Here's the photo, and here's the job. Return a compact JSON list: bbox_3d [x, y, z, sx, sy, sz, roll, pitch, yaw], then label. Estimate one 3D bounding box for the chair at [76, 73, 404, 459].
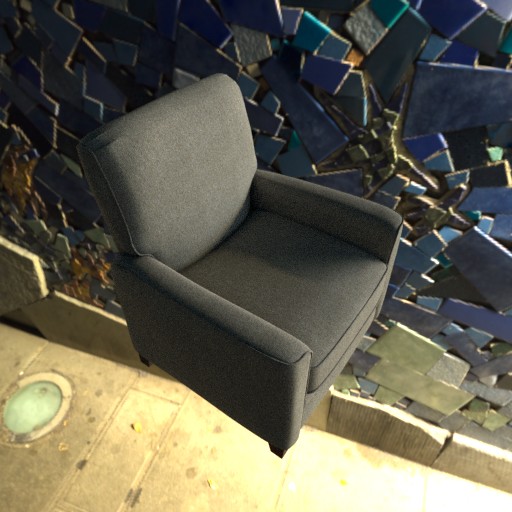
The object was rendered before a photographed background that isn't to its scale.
[{"bbox_3d":[0.000,0.000,1.632,0.858,1.028,0.841,25,48,25],"label":"chair"}]
